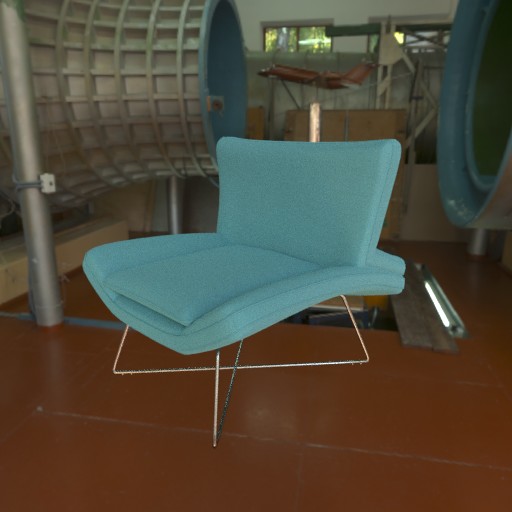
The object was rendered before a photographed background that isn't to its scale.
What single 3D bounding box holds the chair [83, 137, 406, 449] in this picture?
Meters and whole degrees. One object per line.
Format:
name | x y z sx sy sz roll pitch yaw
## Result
chair | 0.000 0.000 1.667 0.859 0.855 1.008 15 22 43
